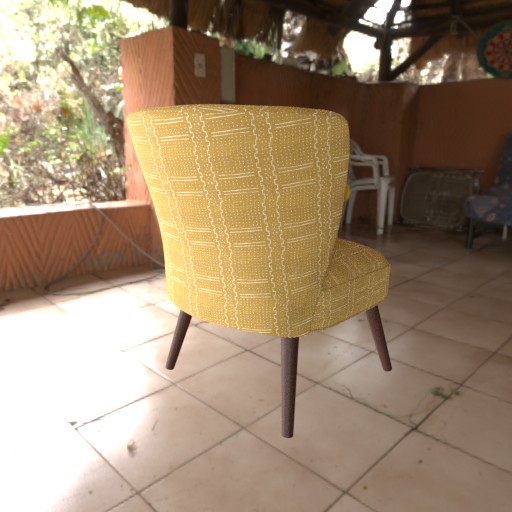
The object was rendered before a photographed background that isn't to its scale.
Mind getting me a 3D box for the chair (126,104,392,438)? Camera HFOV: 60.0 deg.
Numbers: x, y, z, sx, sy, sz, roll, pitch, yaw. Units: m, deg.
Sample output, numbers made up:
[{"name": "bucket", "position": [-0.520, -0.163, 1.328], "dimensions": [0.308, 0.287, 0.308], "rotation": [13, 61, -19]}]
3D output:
[{"name": "chair", "position": [0.000, 0.000, 1.415], "dimensions": [0.706, 0.866, 0.758], "rotation": [13, 19, 42]}]
